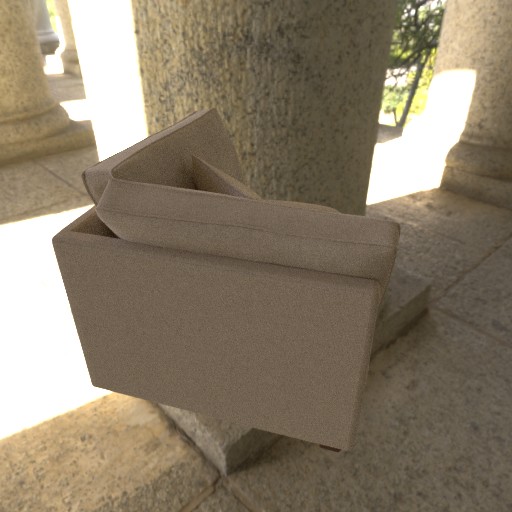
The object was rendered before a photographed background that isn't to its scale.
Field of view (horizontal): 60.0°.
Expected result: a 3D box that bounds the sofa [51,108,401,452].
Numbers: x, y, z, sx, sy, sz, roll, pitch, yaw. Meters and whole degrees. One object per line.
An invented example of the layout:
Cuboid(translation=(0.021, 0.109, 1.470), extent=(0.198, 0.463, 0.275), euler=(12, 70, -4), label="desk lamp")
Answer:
Cuboid(translation=(0.000, 0.000, 1.834), extent=(1.050, 0.937, 1.042), euler=(9, 33, 15), label="sofa")
